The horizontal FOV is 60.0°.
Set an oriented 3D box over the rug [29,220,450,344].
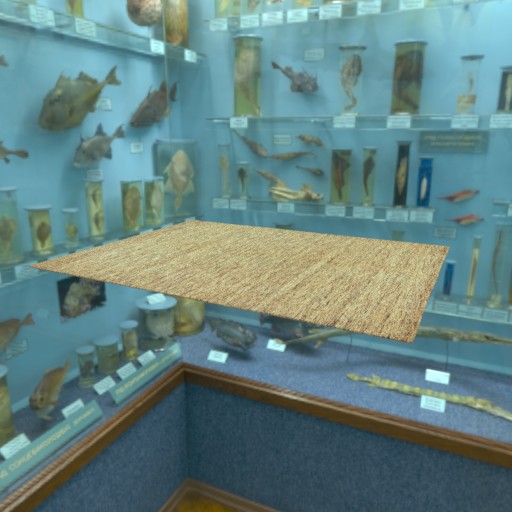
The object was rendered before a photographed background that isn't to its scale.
[{"bbox_3d":[0.000,0.000,4.192,3.200,0.012,2.438,8,17,26],"label":"rug"}]
